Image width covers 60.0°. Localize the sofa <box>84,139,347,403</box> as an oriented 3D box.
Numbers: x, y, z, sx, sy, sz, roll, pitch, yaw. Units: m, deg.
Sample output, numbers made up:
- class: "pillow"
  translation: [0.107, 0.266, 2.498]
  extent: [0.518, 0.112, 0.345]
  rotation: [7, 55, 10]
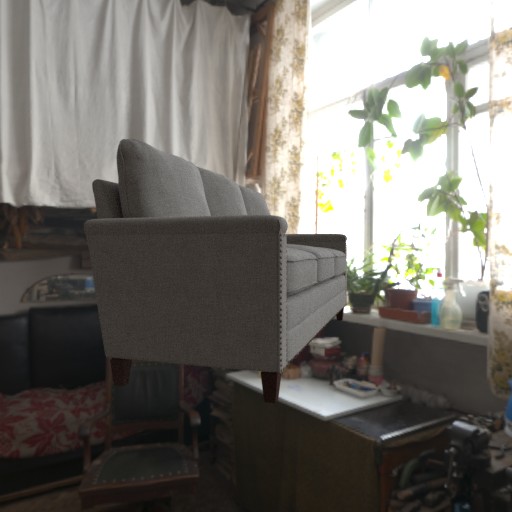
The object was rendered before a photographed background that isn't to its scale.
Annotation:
- class: "sofa"
  translation: [0.000, 0.000, 2.469]
  extent: [0.828, 0.959, 1.925]
  rotation: [0, 1, 18]
